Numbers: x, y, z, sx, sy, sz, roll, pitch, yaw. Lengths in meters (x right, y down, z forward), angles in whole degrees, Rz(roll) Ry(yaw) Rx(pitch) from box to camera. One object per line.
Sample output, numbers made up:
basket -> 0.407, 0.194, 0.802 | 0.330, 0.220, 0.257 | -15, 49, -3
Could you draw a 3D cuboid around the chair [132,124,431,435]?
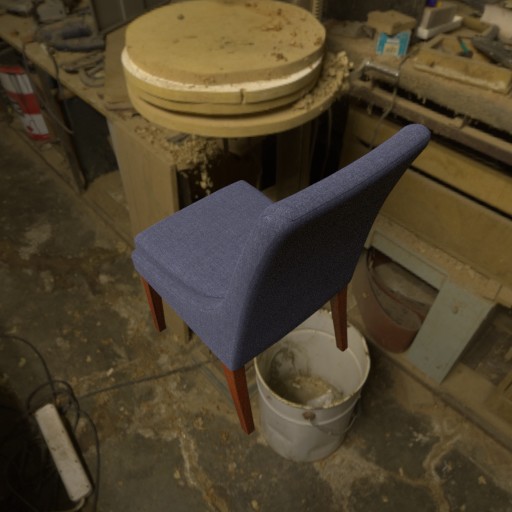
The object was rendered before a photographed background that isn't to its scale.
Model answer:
chair -> 0.000, 0.000, 1.316 | 0.508, 0.952, 0.655 | -33, 54, -27
